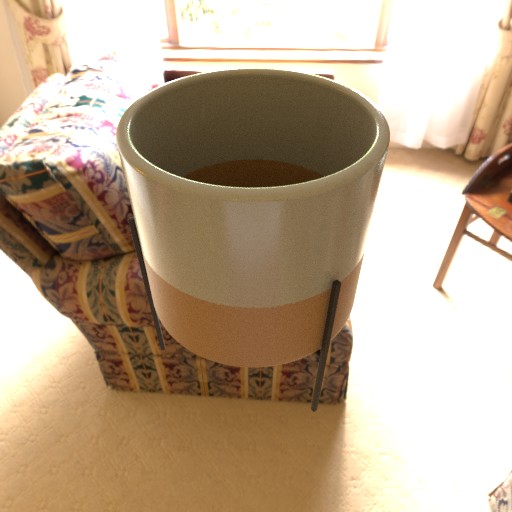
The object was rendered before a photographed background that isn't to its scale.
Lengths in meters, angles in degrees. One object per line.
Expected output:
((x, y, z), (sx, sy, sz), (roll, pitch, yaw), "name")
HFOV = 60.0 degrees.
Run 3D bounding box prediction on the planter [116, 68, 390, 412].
((0.000, 0.000, 0.726), (0.348, 0.480, 0.360), (-27, 49, -25), "planter")
